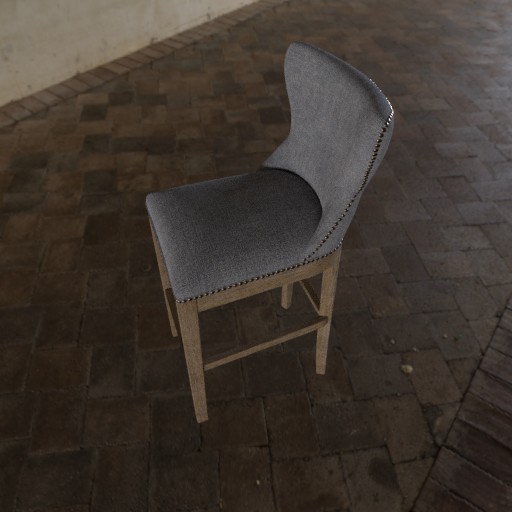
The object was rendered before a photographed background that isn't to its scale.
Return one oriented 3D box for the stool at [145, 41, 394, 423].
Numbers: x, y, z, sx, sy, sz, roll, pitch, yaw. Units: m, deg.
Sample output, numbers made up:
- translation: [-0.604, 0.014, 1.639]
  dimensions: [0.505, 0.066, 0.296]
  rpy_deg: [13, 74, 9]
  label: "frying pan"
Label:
- translation: [0.000, 0.000, 1.422]
  dimensions: [0.606, 1.123, 0.494]
  rpy_deg: [-15, 48, -14]
  label: "stool"
